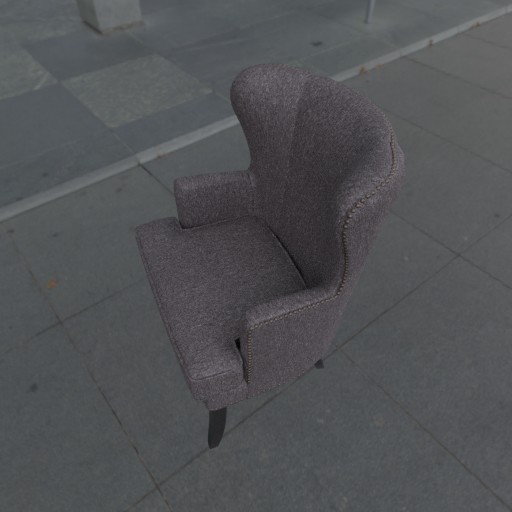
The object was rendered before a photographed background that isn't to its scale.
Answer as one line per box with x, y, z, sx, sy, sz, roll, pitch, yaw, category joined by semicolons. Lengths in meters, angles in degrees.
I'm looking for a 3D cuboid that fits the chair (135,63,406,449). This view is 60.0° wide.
0.000;0.000;1.591;0.758;1.060;0.759;-18;49;-16;chair
